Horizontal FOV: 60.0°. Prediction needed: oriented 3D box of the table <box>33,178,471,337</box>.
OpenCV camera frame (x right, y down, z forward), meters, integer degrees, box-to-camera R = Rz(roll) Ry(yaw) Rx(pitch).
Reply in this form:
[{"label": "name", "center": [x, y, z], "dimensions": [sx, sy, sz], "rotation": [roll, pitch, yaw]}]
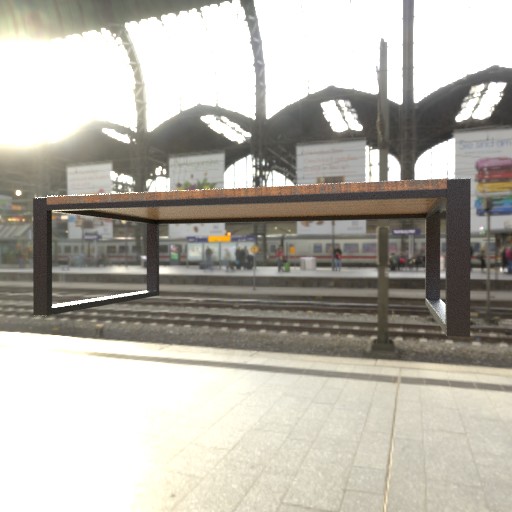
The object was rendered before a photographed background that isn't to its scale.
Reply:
[{"label": "table", "center": [0.000, 0.000, 1.663], "dimensions": [1.350, 0.400, 0.750], "rotation": [0, 0, 17]}]
